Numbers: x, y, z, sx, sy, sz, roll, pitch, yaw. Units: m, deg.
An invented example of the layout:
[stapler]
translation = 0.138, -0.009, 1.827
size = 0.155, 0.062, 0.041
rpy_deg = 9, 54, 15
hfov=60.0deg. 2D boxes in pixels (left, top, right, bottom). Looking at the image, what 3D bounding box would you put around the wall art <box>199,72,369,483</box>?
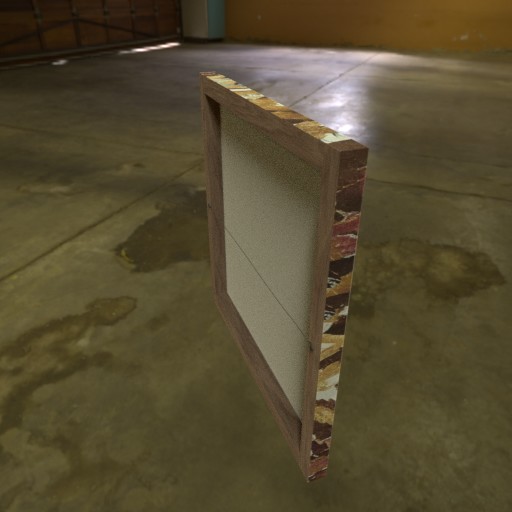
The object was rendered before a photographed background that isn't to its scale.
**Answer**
[wall art]
translation = 0.000, 0.000, 0.897
size = 0.041, 0.613, 0.609
rpy_deg = -11, 32, -18
